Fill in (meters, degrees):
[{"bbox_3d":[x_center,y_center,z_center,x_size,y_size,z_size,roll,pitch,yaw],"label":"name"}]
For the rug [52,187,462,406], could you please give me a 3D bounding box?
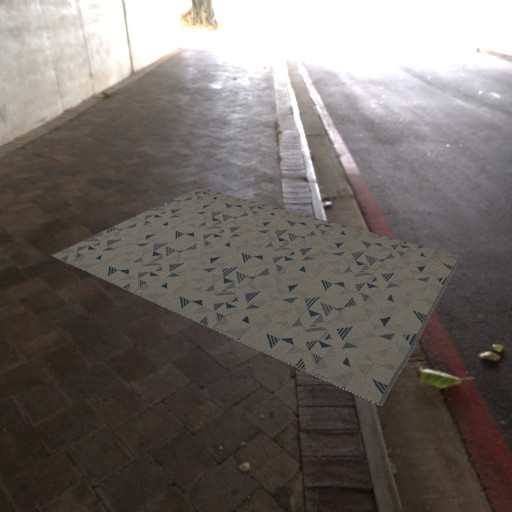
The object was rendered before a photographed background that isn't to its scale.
[{"bbox_3d":[0.000,0.000,2.361,1.835,0.003,1.206,19,35,29],"label":"rug"}]
